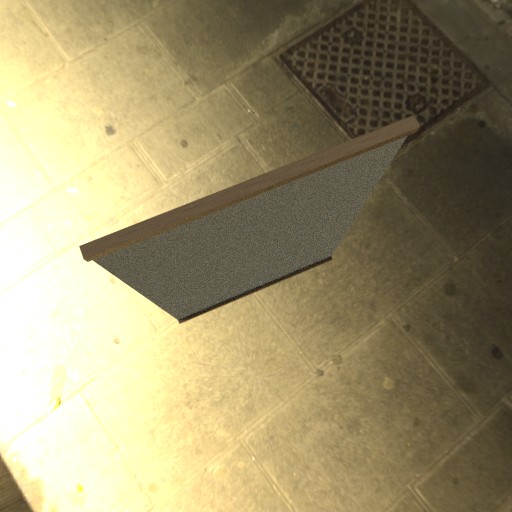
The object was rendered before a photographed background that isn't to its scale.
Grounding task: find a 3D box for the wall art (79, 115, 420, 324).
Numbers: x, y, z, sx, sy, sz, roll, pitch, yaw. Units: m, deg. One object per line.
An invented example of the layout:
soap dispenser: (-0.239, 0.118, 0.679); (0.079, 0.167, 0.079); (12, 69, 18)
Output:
wall art: (0.000, 0.000, 1.308); (0.669, 1.020, 0.027); (-22, 76, -6)
